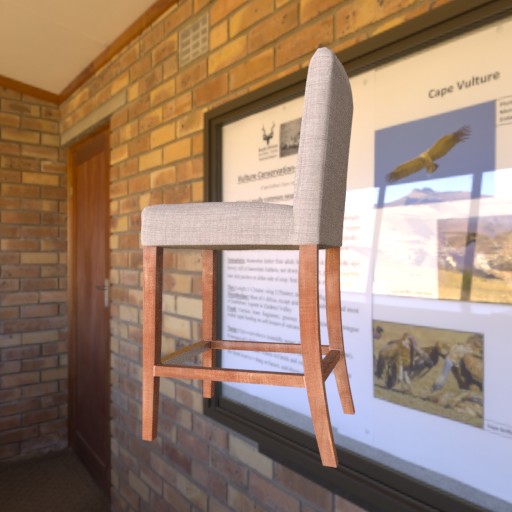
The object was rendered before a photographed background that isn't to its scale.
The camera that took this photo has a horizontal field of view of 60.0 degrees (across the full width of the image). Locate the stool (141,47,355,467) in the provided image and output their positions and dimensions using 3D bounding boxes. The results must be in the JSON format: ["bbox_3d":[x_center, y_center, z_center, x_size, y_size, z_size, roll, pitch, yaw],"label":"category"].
[{"bbox_3d":[0.000,0.000,1.365,0.567,1.039,0.454,0,0,19],"label":"stool"}]
